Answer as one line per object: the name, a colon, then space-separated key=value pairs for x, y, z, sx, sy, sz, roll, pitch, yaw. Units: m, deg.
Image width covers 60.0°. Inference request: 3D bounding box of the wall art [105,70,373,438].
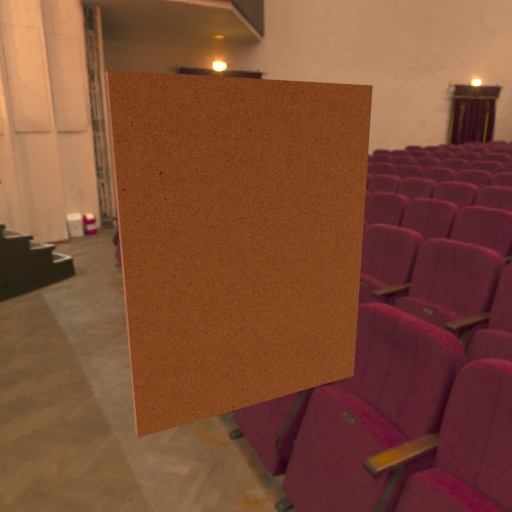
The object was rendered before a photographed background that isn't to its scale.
wall art: x=0.000 y=0.000 z=0.824 sx=0.481 sy=0.613 sz=0.020 roll=-7 pitch=17 yaw=-25
